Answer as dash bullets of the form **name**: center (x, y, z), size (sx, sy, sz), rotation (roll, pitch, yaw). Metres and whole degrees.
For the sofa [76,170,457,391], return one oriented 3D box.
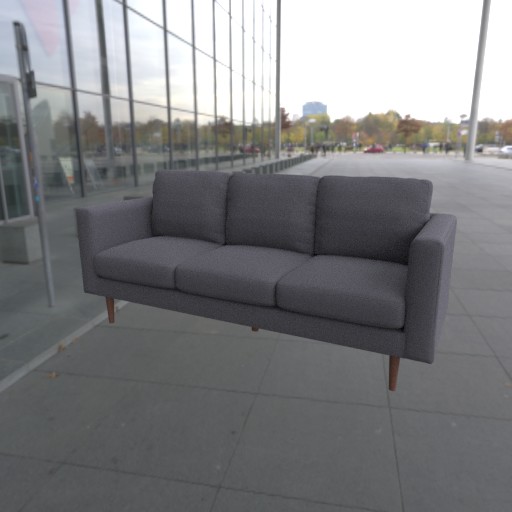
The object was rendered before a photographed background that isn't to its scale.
- **sofa**: center (0.000, 0.000, 2.539), size (2.029, 0.912, 0.802), rotation (7, 16, 26)
